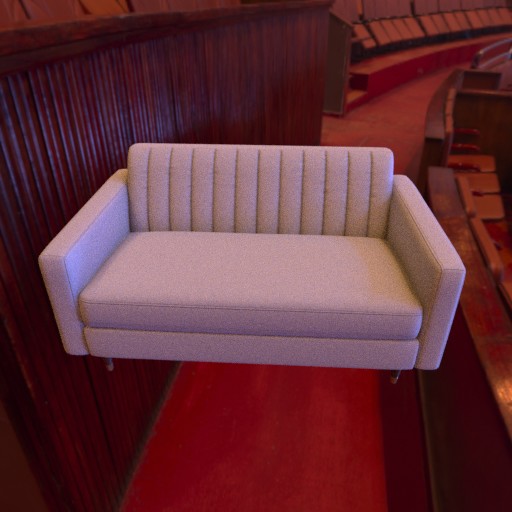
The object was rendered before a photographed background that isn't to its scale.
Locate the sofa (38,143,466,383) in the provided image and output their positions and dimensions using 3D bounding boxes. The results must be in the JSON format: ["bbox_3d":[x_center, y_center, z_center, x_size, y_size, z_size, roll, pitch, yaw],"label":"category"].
[{"bbox_3d":[0.000,0.000,2.118,1.585,0.801,0.950,2,31,3],"label":"sofa"}]
